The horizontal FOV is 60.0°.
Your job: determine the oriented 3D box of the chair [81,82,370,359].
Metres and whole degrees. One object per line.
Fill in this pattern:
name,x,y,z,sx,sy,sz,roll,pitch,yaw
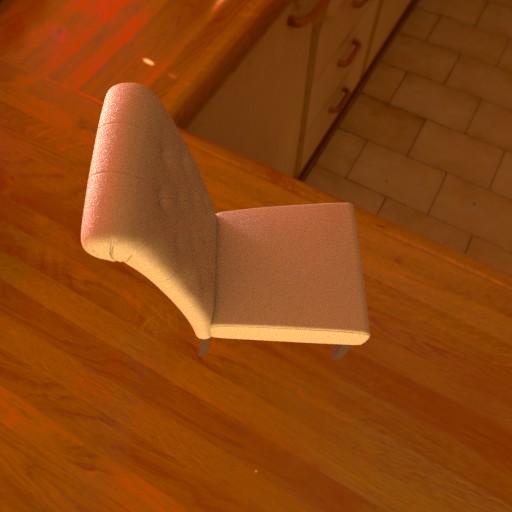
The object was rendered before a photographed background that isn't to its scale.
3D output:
chair,0.000,0.000,1.327,0.671,1.006,0.456,-1,64,0
